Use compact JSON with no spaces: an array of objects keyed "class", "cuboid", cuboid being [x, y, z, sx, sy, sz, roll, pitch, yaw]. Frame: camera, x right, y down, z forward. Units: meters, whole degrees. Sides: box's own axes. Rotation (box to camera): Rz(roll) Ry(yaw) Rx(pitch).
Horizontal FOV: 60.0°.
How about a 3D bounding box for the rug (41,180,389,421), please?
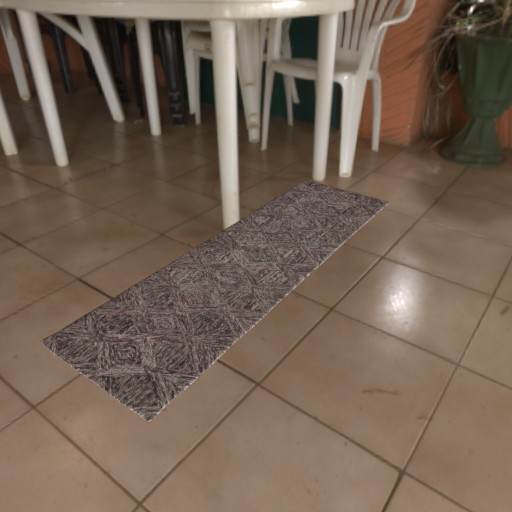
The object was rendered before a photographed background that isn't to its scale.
[{"class":"rug","cuboid":[0.000,0.000,2.583,0.719,0.013,2.305,21,38,30]}]
